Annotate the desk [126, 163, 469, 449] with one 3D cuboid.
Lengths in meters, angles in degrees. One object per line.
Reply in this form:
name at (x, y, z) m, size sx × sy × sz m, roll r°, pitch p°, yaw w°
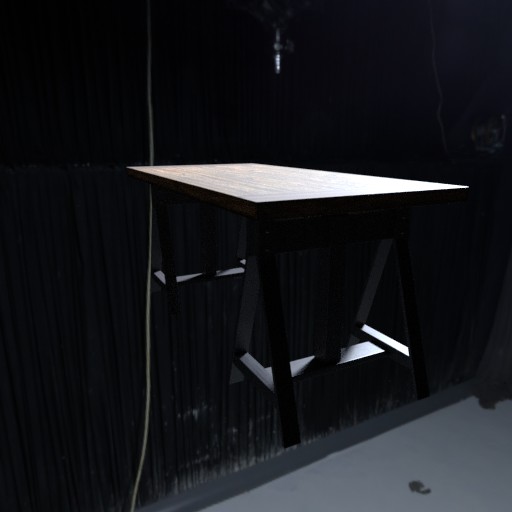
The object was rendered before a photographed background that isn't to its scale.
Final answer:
desk at (0.000, 0.000, 1.996) m, size 0.784 × 0.725 × 1.543 m, roll -8°, pitch 17°, yaw -26°
